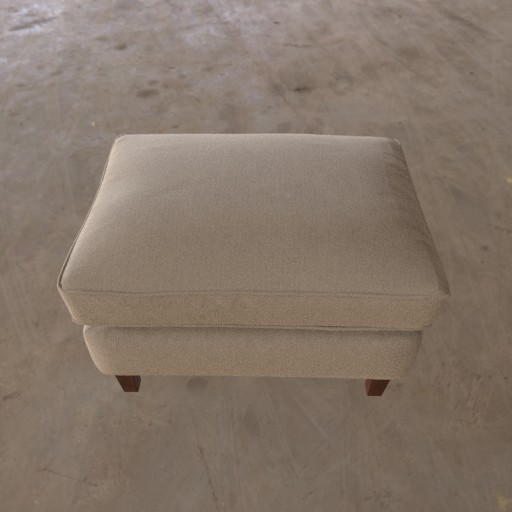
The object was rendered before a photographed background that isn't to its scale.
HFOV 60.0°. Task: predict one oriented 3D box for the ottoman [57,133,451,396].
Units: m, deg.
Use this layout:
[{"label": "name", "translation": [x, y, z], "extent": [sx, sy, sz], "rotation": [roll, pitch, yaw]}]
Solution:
[{"label": "ottoman", "translation": [0.000, 0.000, 0.987], "extent": [0.665, 0.456, 0.501], "rotation": [1, 48, 1]}]
